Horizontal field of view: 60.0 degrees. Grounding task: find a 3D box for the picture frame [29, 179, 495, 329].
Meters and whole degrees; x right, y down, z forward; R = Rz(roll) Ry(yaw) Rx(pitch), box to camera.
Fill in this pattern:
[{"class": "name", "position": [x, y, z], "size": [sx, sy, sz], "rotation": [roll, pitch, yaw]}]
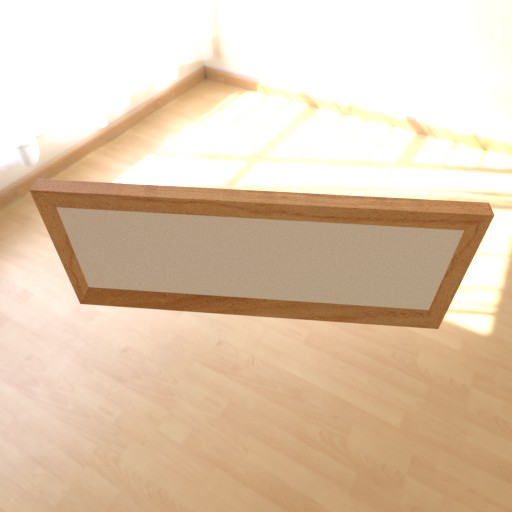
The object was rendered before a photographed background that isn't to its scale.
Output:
[{"class": "picture frame", "position": [0.000, 0.000, 0.651], "size": [0.582, 0.234, 0.045], "rotation": [4, 45, 4]}]
